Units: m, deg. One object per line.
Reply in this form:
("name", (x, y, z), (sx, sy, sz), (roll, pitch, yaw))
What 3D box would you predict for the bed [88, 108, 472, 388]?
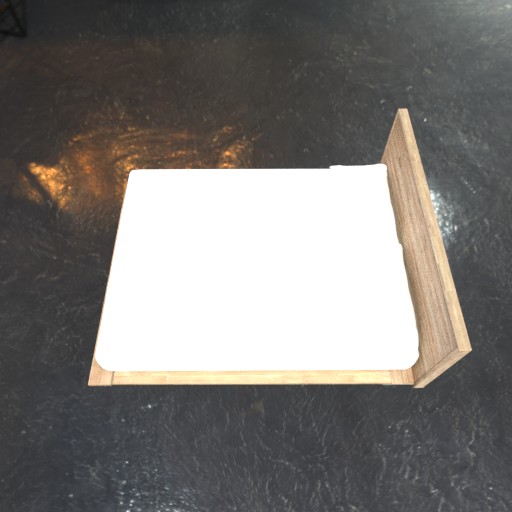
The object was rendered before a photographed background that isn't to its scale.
("bed", (0.000, 0.000, 3.106), (2.145, 1.071, 1.759), (0, 59, 0))
